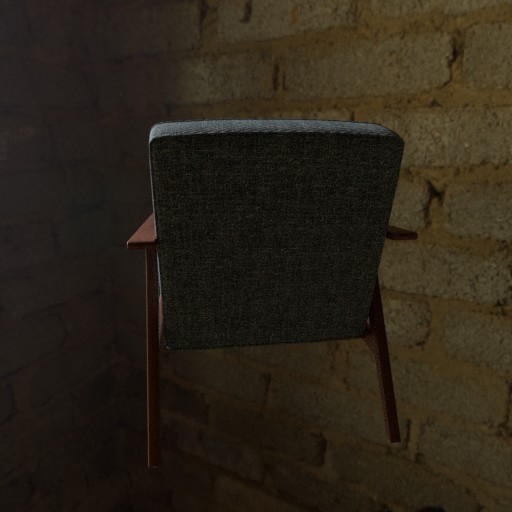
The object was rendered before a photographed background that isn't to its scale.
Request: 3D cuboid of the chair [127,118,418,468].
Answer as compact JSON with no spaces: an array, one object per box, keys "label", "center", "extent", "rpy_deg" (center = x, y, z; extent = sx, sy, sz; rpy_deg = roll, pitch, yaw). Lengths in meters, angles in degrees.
[{"label":"chair","center":[0.000,0.000,1.493],"extent":[0.719,0.864,0.889],"rpy_deg":[-2,15,-8]}]
